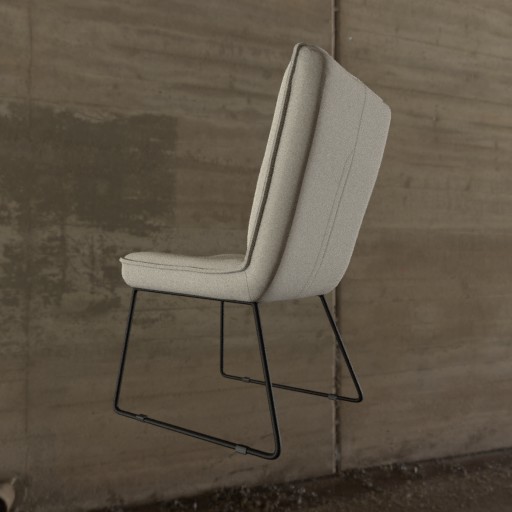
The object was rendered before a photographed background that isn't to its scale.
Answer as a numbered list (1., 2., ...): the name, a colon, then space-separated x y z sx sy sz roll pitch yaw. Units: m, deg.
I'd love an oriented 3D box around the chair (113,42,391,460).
1. chair: 0.000 0.000 1.326 0.688 0.930 0.515 -1 -1 35
